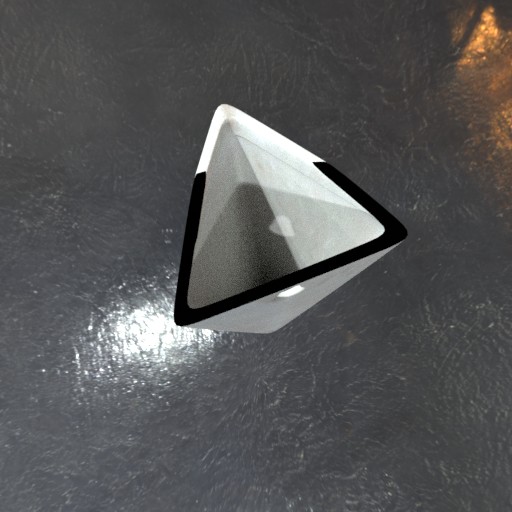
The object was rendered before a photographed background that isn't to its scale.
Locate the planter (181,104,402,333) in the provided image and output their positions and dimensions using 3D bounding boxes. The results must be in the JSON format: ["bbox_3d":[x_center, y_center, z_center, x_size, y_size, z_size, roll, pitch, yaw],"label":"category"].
[{"bbox_3d":[0.000,0.000,0.159,0.058,0.130,0.047,-20,76,-5],"label":"planter"}]
